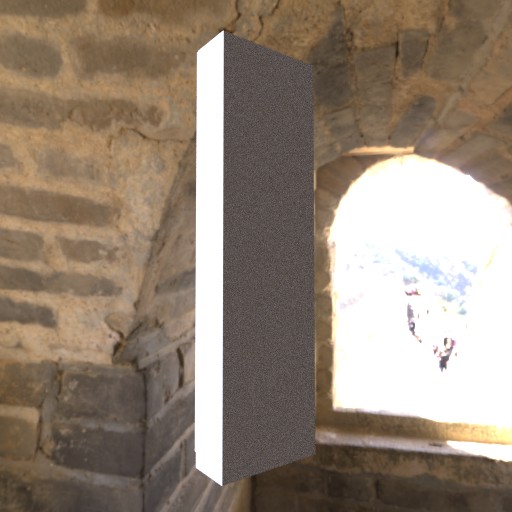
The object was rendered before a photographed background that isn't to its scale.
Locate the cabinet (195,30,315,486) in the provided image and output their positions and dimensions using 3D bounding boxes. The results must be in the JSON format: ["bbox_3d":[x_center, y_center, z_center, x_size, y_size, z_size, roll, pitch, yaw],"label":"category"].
[{"bbox_3d":[0.000,0.000,1.983,0.500,1.790,0.230,2,-3,-37],"label":"cabinet"}]
